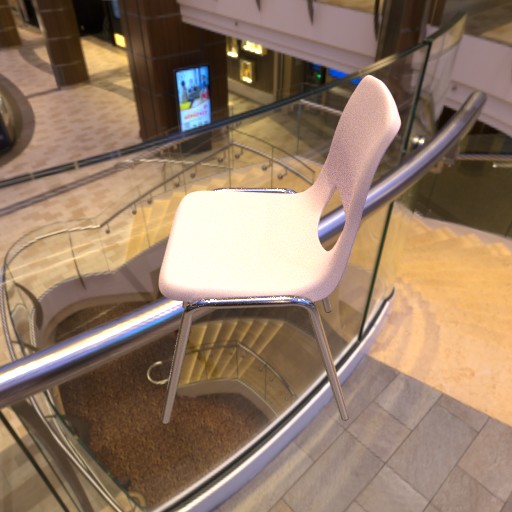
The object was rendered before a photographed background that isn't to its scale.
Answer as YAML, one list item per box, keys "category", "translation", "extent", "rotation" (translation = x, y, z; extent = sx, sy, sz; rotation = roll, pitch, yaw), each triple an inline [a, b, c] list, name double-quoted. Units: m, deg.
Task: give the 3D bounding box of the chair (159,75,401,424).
- category: "chair"
  translation: [0.000, 0.000, 0.938]
  extent: [0.436, 0.704, 0.381]
  rotation: [0, 40, 0]
